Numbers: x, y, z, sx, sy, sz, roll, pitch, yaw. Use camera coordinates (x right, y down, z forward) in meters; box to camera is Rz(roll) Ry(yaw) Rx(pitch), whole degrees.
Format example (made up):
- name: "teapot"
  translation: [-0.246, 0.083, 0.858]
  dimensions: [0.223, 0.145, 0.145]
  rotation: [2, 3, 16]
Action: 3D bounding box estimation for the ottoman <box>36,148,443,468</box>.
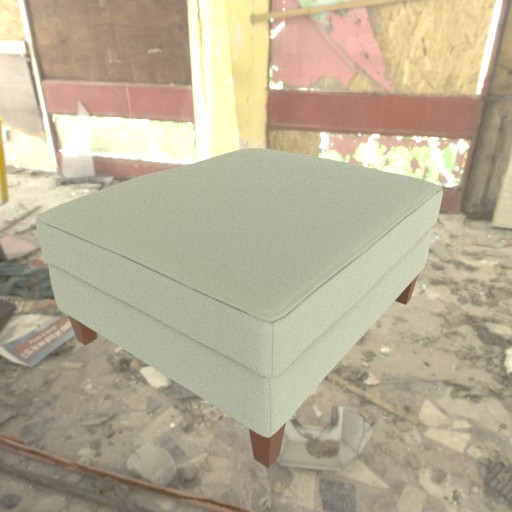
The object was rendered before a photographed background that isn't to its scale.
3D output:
- name: "ottoman"
  translation: [0.000, 0.000, 1.424]
  dimensions: [0.842, 0.494, 0.991]
  rotation: [19, 33, 33]
